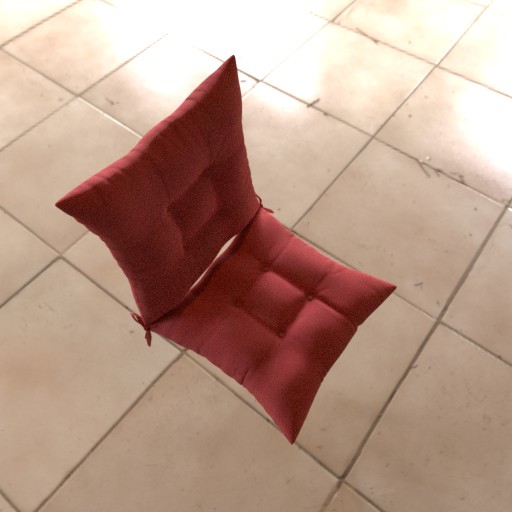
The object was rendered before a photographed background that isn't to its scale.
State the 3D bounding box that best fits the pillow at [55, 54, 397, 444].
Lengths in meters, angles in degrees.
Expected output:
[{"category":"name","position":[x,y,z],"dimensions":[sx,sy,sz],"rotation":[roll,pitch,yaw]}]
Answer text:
[{"category":"pillow","position":[0.000,0.000,1.011],"dimensions":[0.585,0.536,0.541],"rotation":[33,65,18]}]
